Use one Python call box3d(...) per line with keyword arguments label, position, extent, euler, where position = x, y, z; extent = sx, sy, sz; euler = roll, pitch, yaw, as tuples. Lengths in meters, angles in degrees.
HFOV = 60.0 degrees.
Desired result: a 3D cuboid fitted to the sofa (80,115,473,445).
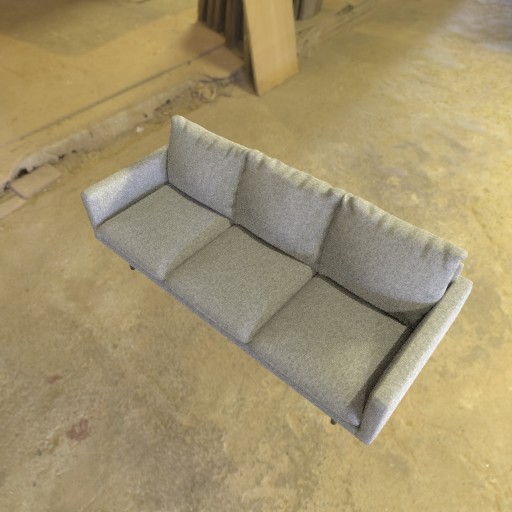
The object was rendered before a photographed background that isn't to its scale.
box3d(label="sofa", position=(0.000, 0.000, 2.432), extent=(2.000, 0.830, 0.850), euler=(32, 54, 27))
